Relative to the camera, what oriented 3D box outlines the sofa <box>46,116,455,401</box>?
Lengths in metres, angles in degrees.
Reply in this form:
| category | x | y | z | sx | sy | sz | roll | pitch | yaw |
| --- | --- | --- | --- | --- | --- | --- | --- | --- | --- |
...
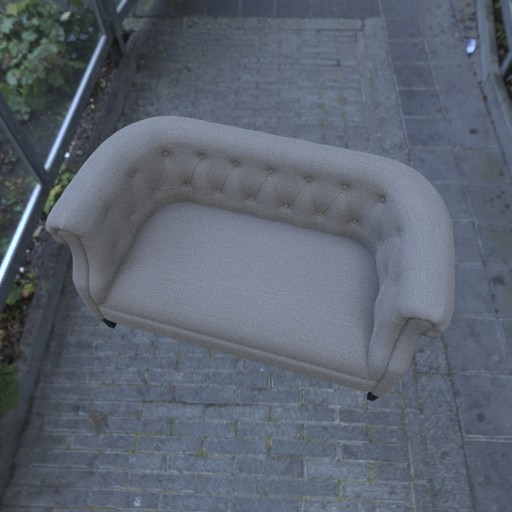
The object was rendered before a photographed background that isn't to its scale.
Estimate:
| category | x | y | z | sx | sy | sz | roll | pitch | yaw |
| --- | --- | --- | --- | --- | --- | --- | --- | --- | --- |
| sofa | 0.000 | 0.000 | 2.048 | 1.558 | 0.827 | 0.835 | 14 | 59 | 8 |
